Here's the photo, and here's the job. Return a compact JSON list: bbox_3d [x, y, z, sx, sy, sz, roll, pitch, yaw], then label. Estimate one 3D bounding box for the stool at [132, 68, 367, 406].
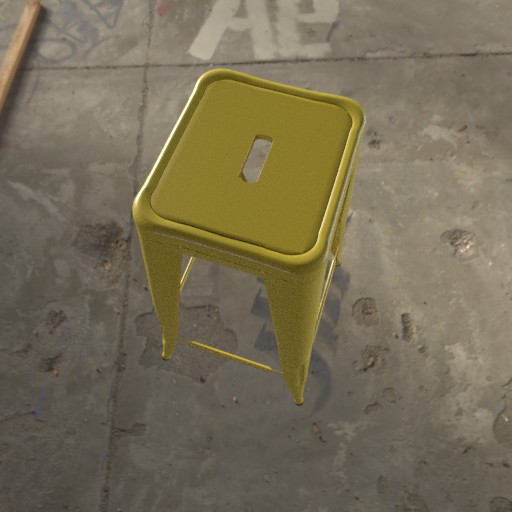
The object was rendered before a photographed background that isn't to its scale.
[{"bbox_3d":[0.000,0.000,0.862,0.359,0.609,0.399,16,65,8],"label":"stool"}]
